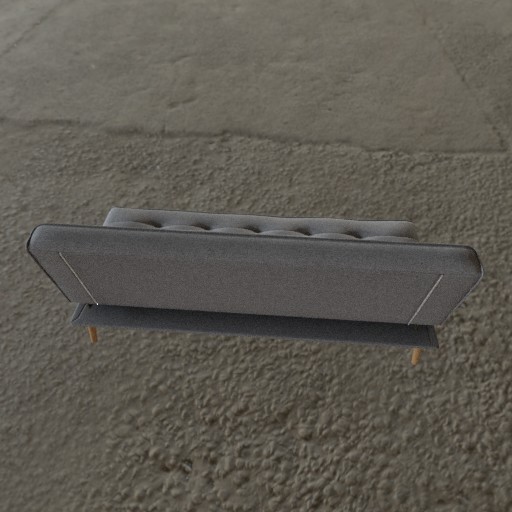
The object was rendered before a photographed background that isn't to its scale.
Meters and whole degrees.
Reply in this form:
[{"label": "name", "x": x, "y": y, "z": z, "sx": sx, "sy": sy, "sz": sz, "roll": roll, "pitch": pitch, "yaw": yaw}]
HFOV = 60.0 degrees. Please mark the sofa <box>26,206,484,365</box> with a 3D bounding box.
[{"label": "sofa", "x": 0.000, "y": 0.000, "z": 2.287, "sx": 1.820, "sy": 0.830, "sz": 0.810, "roll": 3, "pitch": 46, "yaw": 3}]
